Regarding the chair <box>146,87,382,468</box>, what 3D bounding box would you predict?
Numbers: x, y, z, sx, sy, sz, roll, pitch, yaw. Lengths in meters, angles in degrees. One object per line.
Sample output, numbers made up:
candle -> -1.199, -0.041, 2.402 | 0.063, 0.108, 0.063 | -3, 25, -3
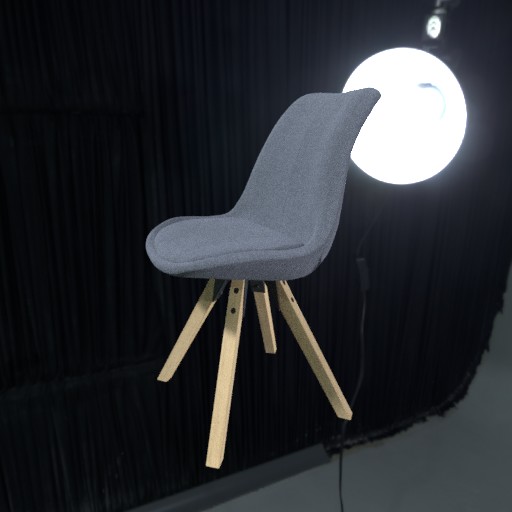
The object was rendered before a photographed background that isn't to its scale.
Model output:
chair -> 0.000, 0.000, 1.187 | 0.550, 0.850, 0.485 | -8, 18, -26
